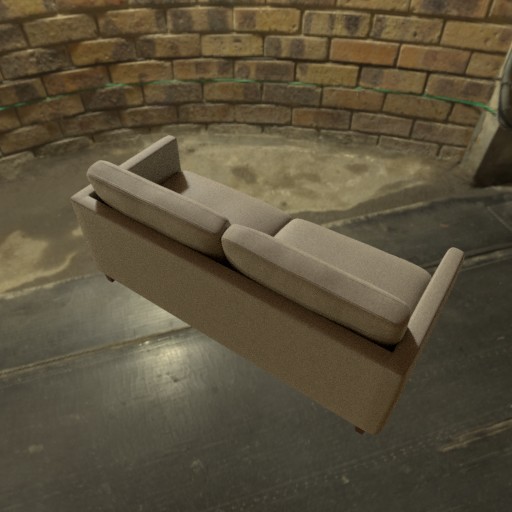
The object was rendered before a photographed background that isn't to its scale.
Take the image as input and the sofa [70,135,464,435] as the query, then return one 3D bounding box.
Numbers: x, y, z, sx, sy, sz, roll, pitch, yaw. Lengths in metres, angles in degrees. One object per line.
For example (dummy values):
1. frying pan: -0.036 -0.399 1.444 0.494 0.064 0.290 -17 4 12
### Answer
1. sofa: 0.000 0.000 2.786 2.208 0.963 0.956 26 51 23
